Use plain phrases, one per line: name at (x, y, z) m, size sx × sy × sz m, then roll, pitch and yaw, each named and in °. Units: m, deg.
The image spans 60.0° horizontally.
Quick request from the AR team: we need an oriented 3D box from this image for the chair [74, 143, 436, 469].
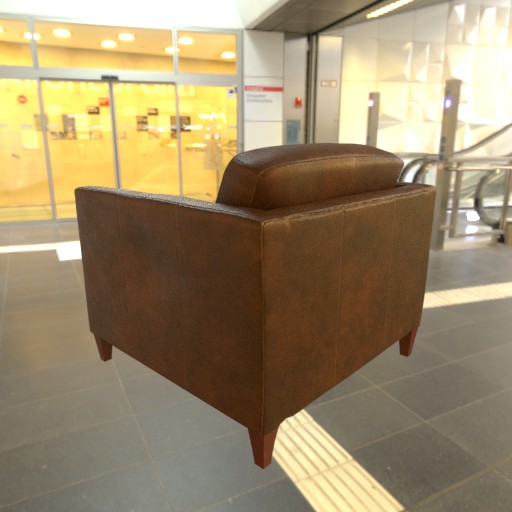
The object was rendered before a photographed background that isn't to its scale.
chair at (0.000, 0.000, 1.732) m, size 0.975 × 0.864 × 0.990 m, roll 14°, pitch 21°, yaw 42°
